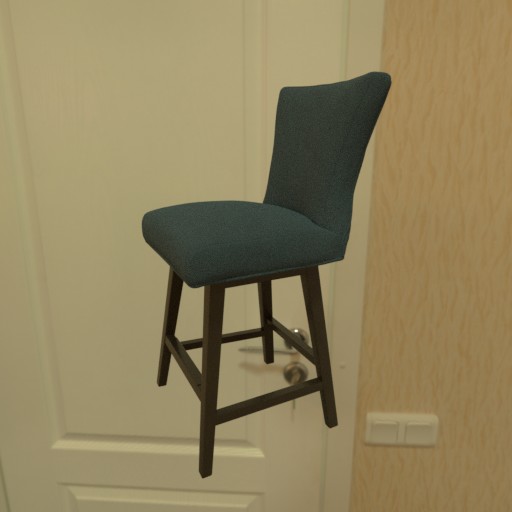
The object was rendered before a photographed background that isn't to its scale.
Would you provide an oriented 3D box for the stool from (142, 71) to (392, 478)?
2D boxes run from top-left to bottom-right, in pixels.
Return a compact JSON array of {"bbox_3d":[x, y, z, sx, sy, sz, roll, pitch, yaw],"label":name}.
[{"bbox_3d":[0.000,0.000,1.325,0.574,1.000,0.514,-7,18,-24],"label":"stool"}]
